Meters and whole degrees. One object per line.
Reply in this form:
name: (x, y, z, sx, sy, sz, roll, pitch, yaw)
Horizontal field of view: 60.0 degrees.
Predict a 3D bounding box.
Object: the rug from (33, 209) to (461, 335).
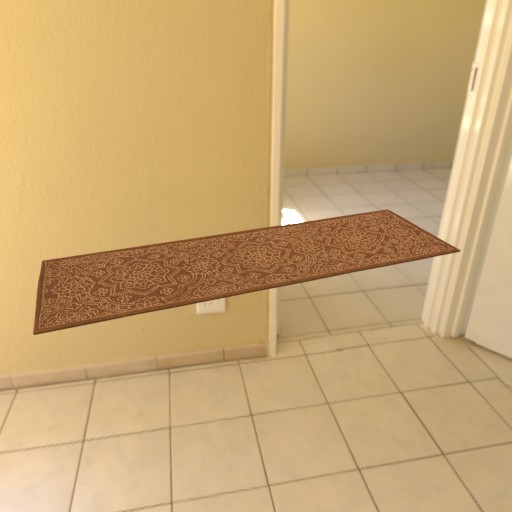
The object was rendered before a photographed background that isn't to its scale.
rug: (0.000, 0.000, 2.701, 2.448, 0.012, 0.769, -10, 28, -18)
